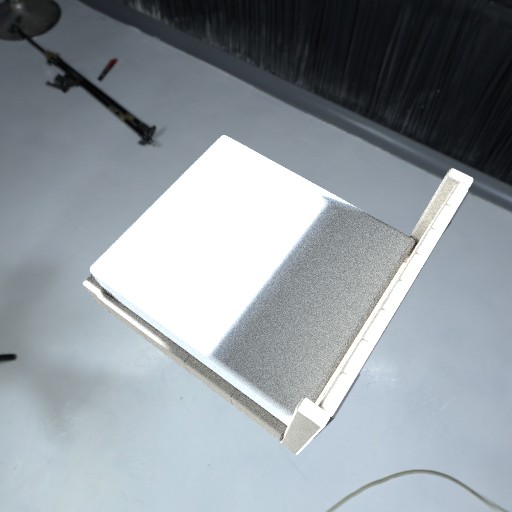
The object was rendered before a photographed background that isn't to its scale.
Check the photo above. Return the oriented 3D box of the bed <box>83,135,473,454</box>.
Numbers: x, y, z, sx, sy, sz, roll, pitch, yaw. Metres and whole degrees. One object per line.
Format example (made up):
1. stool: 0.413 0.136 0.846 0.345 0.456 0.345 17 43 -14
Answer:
1. bed: 0.000 0.000 3.807 2.370 1.743 2.045 32 66 16
